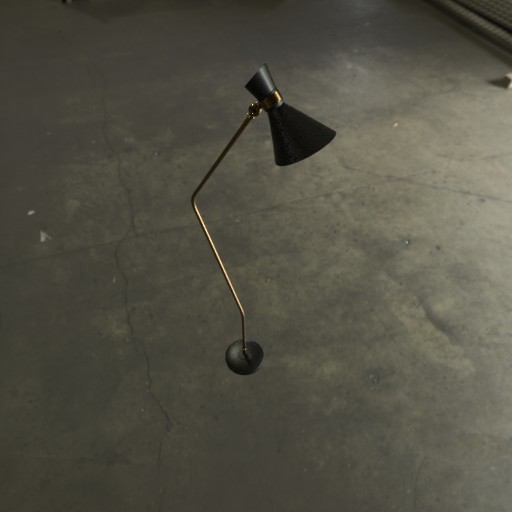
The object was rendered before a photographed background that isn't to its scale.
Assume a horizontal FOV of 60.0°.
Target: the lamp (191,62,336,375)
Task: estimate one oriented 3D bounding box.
[{"bbox_3d":[0.000,0.000,1.620,0.277,1.438,0.467,-24,51,-21],"label":"lamp"}]
